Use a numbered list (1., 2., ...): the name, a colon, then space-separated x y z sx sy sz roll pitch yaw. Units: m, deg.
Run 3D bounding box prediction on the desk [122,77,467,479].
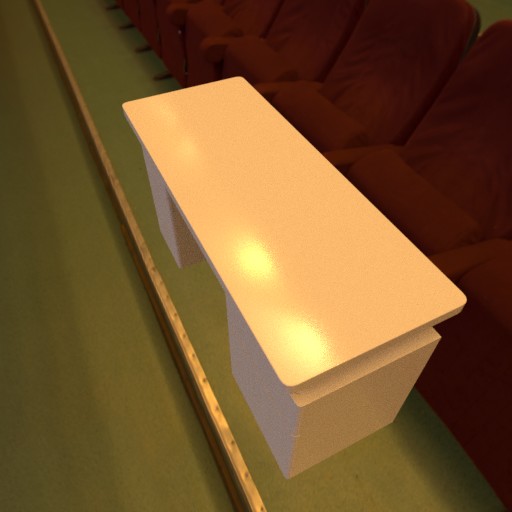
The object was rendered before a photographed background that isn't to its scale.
1. desk: 0.000 0.000 1.769 0.550 0.762 1.400 -20 51 -17
